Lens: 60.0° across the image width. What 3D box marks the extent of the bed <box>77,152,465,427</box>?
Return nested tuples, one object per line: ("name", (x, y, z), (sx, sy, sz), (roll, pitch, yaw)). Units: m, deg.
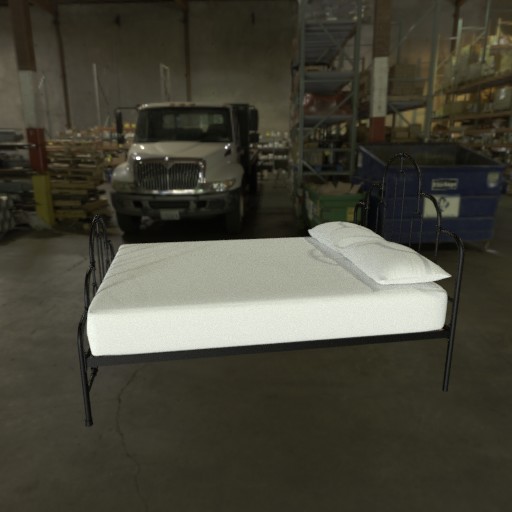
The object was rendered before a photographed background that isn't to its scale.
("bed", (0.000, 0.000, 3.192), (2.181, 1.444, 1.626), (-3, 15, -10))
